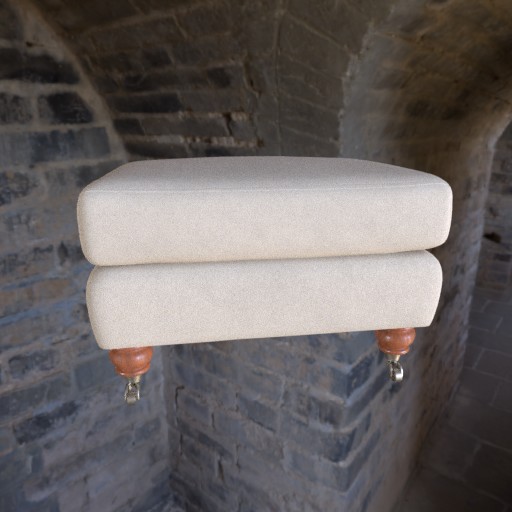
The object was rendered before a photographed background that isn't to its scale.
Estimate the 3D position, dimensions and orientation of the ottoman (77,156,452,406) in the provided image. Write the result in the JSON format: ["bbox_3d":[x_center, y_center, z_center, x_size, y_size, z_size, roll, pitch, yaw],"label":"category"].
[{"bbox_3d":[0.000,0.000,1.168,0.773,0.504,0.569,-3,16,-9],"label":"ottoman"}]
